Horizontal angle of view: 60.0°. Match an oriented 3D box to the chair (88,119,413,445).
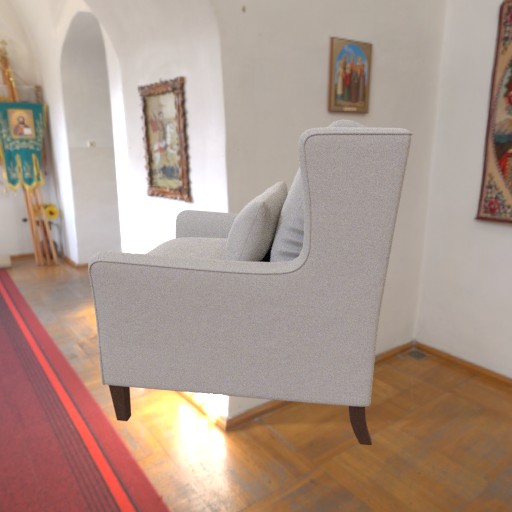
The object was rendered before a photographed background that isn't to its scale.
[{"bbox_3d":[0.000,0.000,1.846,1.040,1.056,0.982,2,15,8],"label":"chair"}]
